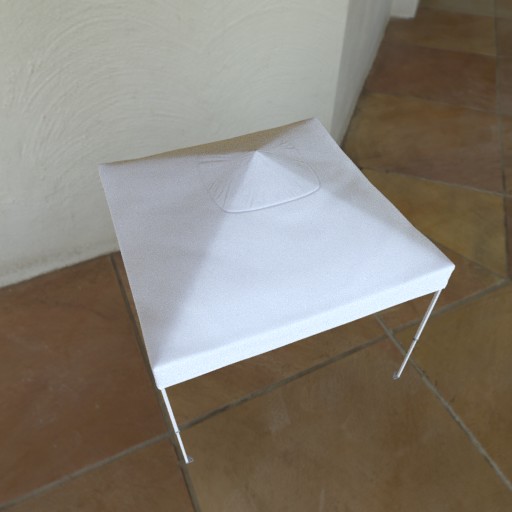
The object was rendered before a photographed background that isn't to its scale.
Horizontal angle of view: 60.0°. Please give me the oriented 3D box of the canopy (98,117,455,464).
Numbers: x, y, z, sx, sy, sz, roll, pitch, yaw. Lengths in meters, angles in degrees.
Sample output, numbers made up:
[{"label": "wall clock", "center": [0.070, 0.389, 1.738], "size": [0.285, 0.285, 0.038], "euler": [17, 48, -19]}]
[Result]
[{"label": "canopy", "center": [0.000, 0.000, 5.391], "size": [2.998, 2.997, 2.996], "euler": [-16, 49, -15]}]
